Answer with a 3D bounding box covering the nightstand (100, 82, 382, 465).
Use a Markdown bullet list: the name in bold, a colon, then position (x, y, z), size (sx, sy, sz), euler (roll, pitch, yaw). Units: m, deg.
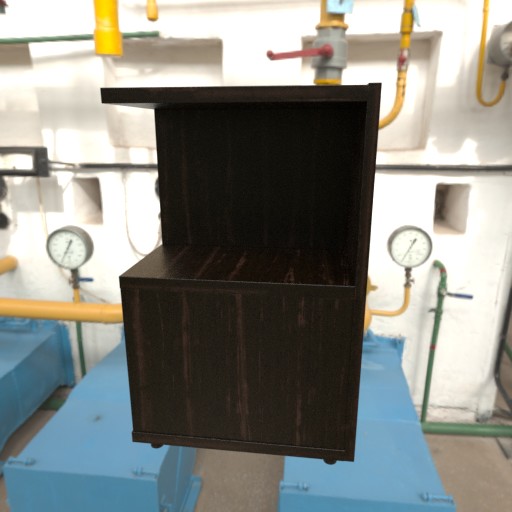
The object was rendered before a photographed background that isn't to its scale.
- **nightstand**: position (0.000, 0.000, 0.819), size (0.356, 0.559, 0.400), euler (2, 16, 7)
